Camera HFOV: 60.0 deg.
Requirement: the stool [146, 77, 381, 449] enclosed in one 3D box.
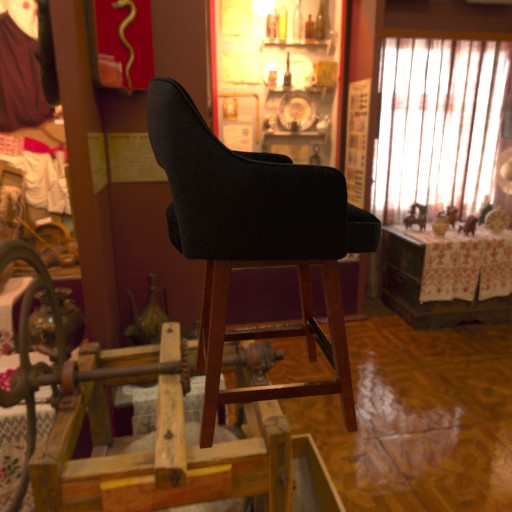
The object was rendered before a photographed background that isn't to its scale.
[{"bbox_3d":[0.000,0.000,1.281,0.560,0.940,0.550,-3,16,-9],"label":"stool"}]
